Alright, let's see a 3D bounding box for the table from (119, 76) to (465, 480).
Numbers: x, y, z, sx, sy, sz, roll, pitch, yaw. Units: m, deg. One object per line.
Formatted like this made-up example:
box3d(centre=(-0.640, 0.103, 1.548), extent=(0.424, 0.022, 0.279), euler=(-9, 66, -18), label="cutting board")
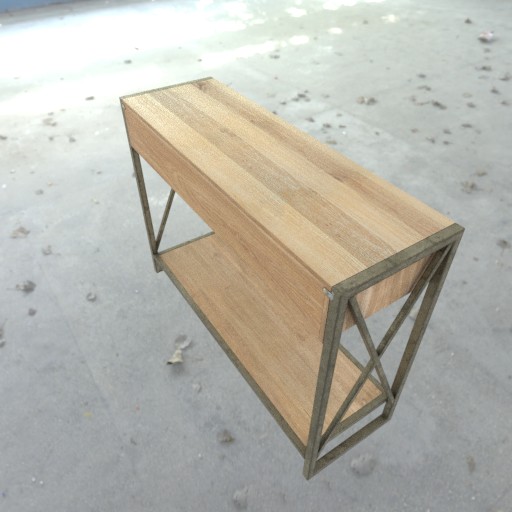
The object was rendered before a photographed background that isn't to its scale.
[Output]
box3d(centre=(0.000, 0.000, 1.419), extent=(0.361, 0.763, 1.059), euler=(-24, 46, -25), label="table")
